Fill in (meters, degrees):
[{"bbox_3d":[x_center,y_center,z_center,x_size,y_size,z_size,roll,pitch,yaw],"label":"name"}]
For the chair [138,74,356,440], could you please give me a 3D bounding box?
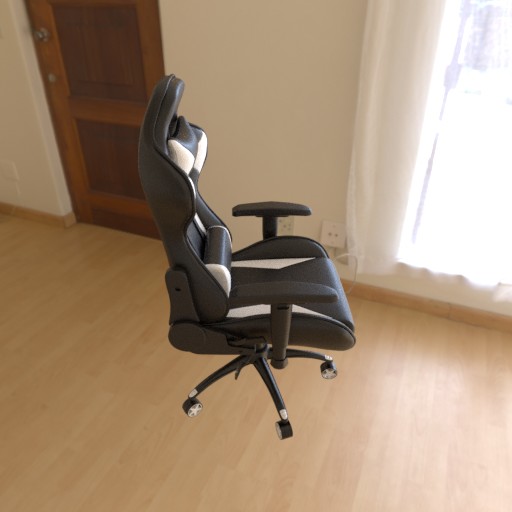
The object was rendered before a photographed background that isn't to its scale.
[{"bbox_3d":[0.000,0.000,1.680,0.695,1.285,0.730,-1,31,-1],"label":"chair"}]
